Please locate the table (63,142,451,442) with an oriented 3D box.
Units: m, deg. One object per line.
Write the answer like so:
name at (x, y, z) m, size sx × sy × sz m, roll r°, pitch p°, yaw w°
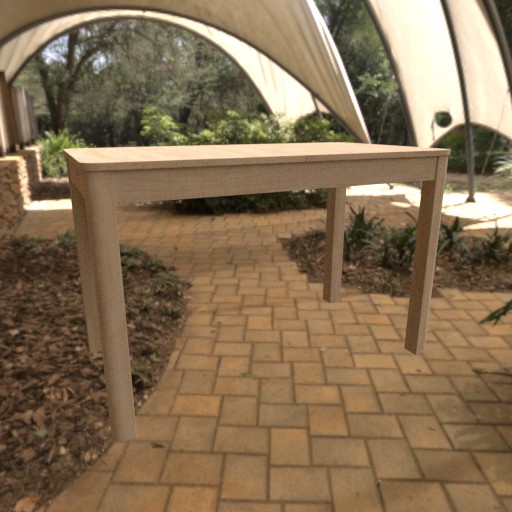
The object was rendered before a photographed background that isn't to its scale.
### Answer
table at (0.000, 0.000, 1.917) m, size 1.400 × 0.900 × 0.750 m, roll -8°, pitch 19°, yaw -25°
